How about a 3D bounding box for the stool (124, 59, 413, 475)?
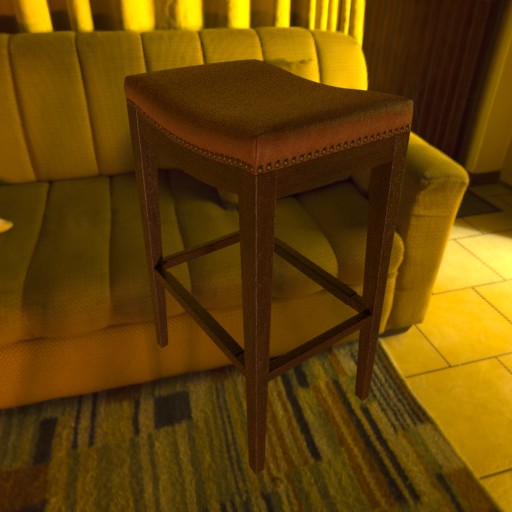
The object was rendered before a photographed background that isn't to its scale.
[{"bbox_3d":[0.000,0.000,1.023,0.361,0.759,0.500,-22,39,-29],"label":"stool"}]
